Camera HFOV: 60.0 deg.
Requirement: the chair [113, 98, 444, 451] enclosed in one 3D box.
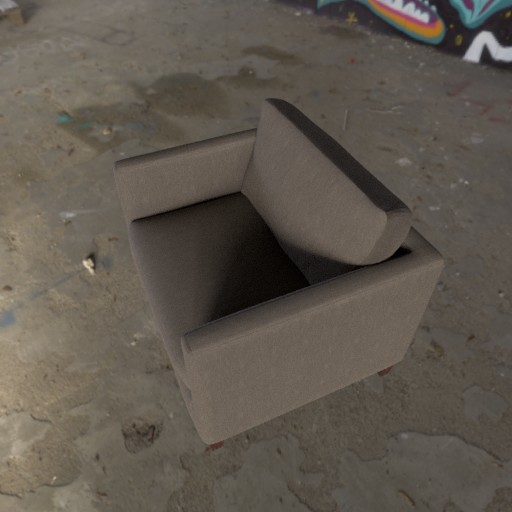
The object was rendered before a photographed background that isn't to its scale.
[{"bbox_3d":[0.000,0.000,1.895,0.959,0.963,1.107,-18,48,-17],"label":"chair"}]
